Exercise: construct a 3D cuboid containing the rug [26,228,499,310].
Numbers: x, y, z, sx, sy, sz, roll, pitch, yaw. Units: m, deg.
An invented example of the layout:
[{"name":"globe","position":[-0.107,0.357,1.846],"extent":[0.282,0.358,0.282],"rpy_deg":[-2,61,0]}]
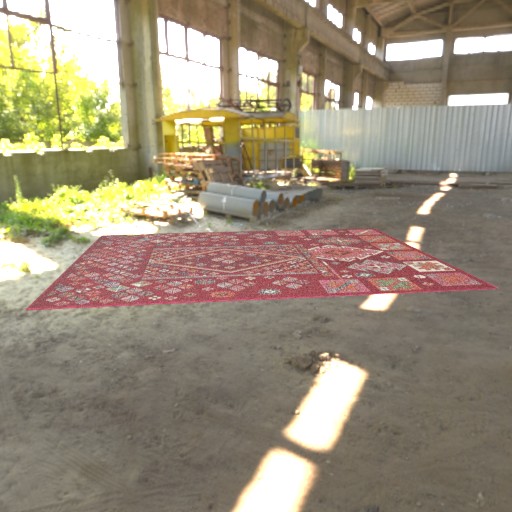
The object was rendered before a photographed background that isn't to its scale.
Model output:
[{"name":"rug","position":[0.000,0.000,4.208],"extent":[3.306,0.011,2.389],"rpy_deg":[-2,14,-7]}]
